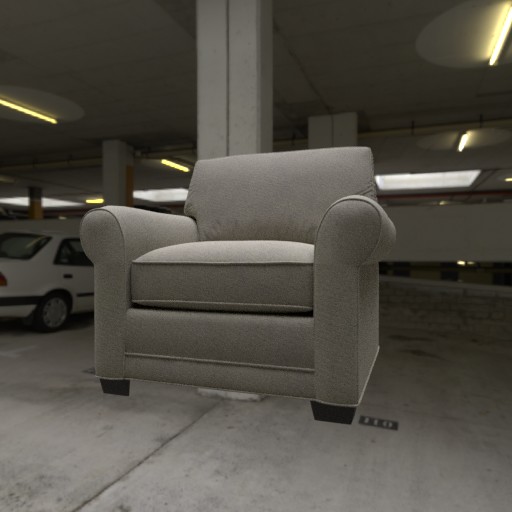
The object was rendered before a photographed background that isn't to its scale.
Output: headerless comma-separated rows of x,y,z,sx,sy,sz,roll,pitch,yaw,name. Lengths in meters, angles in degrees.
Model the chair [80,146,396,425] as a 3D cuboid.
0.000,0.000,1.930,1.147,1.044,0.939,0,0,20,chair
